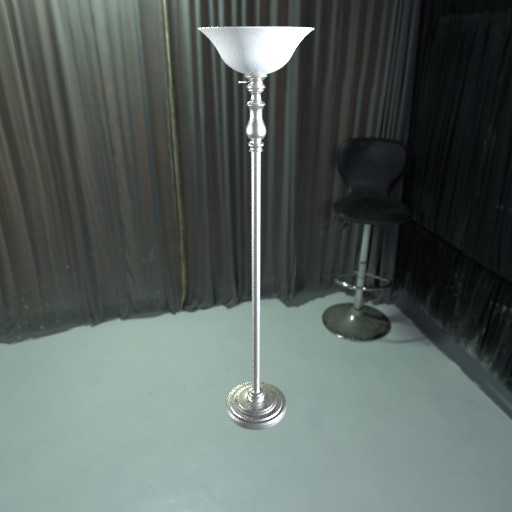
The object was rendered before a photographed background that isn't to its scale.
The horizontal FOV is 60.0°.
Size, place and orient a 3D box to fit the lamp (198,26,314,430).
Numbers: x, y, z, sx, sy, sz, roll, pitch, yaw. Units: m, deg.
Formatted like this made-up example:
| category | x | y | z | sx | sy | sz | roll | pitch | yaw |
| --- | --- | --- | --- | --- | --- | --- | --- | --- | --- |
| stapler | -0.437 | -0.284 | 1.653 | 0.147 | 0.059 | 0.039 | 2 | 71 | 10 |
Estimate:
| category | x | y | z | sx | sy | sz | roll | pitch | yaw |
| --- | --- | --- | --- | --- | --- | --- | --- | --- | --- |
| lamp | 0.000 | 0.000 | 1.938 | 0.405 | 1.771 | 0.405 | -8 | 27 | -17 |
